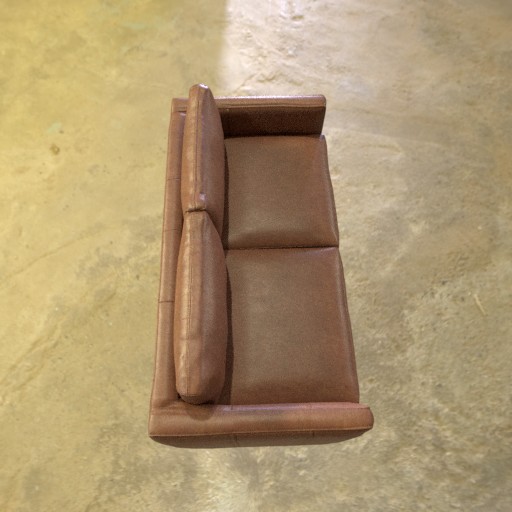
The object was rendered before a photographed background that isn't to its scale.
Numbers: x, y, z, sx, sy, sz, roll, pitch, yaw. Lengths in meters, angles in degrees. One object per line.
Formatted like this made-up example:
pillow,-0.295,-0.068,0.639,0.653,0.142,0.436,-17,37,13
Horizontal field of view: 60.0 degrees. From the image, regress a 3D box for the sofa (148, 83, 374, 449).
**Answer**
sofa,0.000,0.000,2.278,0.899,0.883,1.797,-2,63,-1
